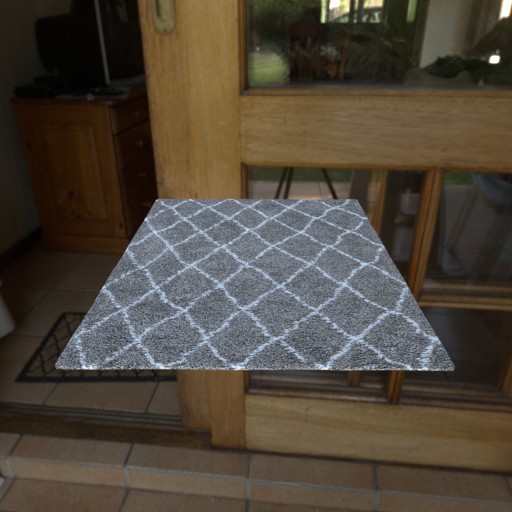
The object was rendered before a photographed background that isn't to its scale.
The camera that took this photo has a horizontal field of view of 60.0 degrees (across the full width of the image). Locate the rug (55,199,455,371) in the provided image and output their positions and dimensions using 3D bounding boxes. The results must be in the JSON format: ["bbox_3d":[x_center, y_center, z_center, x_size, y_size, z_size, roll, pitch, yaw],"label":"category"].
[{"bbox_3d":[0.000,0.000,4.040,2.438,0.029,3.047,0,27,0],"label":"rug"}]
